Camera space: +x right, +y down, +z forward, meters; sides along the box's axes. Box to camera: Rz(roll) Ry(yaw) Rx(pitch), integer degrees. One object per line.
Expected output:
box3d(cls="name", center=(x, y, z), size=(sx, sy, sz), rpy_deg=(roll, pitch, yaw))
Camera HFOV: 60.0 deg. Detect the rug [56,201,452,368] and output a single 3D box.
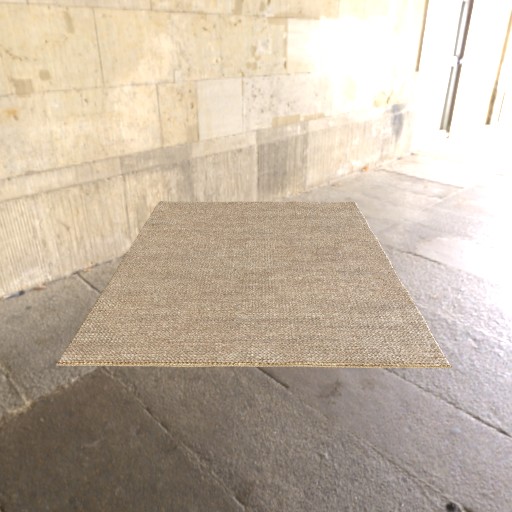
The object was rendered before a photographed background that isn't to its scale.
box3d(cls="rug", center=(0.000, 0.000, 4.069), size=(2.429, 0.030, 3.052), rpy_deg=(0, 26, 1))
